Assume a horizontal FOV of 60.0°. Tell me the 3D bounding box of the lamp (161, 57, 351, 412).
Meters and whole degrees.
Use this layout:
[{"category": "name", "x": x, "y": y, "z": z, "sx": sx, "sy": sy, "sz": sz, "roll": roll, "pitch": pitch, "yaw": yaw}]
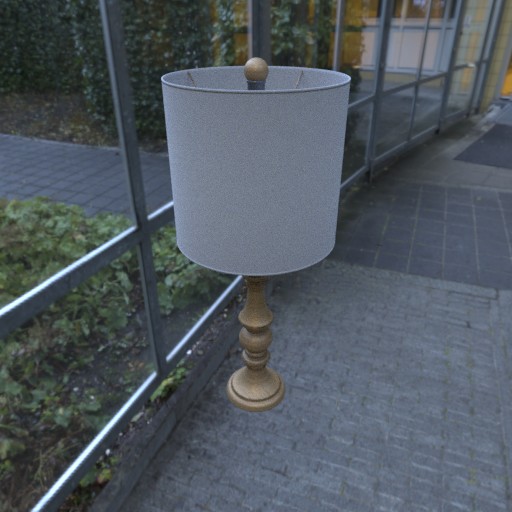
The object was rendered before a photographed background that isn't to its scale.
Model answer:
[{"category": "lamp", "x": 0.000, "y": 0.000, "z": 0.728, "sx": 0.250, "sy": 0.597, "sz": 0.250, "roll": 19, "pitch": 34, "yaw": 30}]
